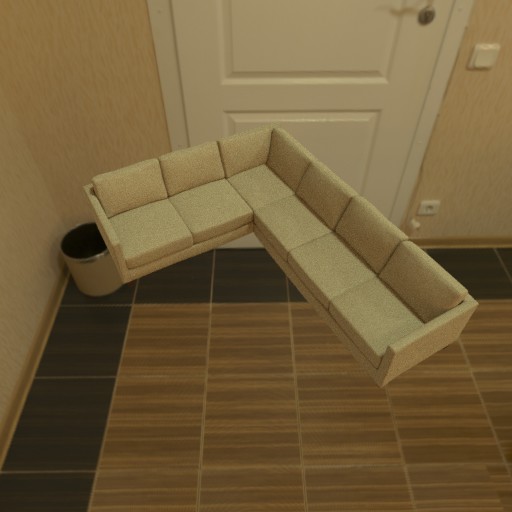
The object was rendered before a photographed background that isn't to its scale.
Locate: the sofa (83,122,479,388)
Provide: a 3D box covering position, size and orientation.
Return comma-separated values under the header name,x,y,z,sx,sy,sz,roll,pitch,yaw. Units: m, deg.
name,x,y,z,sx,sy,sz,roll,pitch,yaw
sofa,0.000,0.000,4.342,2.432,0.863,3.182,-23,51,-20
